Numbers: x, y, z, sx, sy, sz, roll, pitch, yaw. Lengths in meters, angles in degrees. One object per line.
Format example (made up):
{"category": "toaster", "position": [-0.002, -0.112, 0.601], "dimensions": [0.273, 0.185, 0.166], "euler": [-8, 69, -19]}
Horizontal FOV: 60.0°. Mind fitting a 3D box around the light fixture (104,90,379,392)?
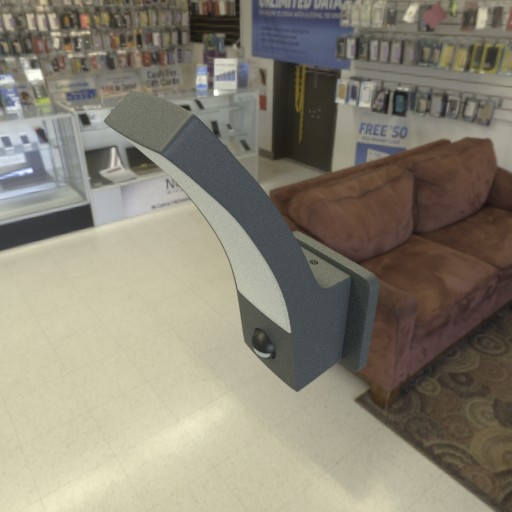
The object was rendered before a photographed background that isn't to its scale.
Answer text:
{"category": "light fixture", "position": [0.000, 0.000, 0.334], "dimensions": [0.174, 0.243, 0.108], "euler": [-20, 35, -30]}
